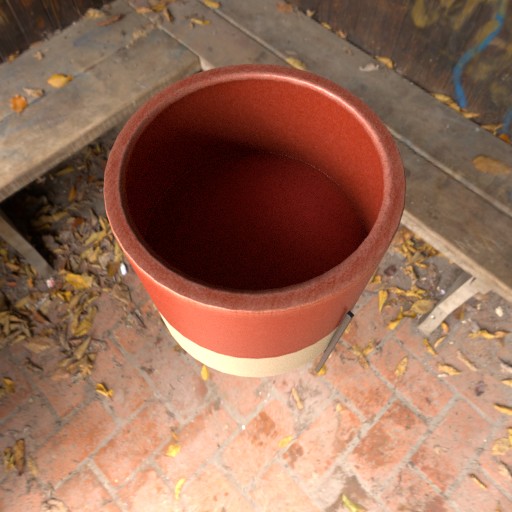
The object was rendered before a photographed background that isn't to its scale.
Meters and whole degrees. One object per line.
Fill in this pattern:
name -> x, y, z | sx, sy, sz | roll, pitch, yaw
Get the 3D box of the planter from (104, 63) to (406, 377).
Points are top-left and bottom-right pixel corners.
planter -> 0.000, 0.000, 0.712 | 0.345, 0.465, 0.354 | 15, 65, 7
